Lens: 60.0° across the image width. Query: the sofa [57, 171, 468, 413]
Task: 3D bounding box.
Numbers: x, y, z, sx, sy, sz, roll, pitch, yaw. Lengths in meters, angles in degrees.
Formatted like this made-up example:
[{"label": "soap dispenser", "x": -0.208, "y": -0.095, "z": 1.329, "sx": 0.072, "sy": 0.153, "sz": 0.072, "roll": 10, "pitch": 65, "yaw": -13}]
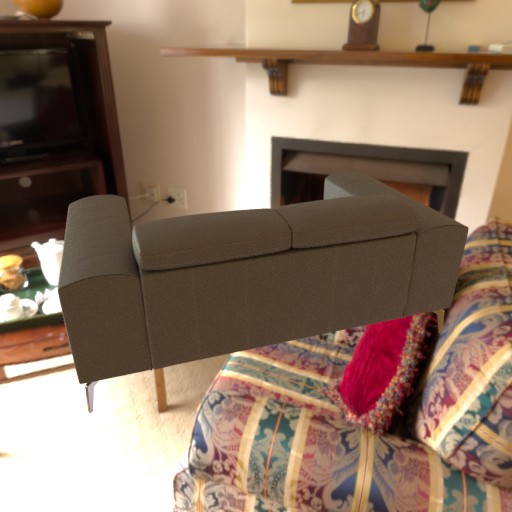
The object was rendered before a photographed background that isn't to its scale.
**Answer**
[{"label": "sofa", "x": 0.000, "y": 0.000, "z": 2.410, "sx": 1.895, "sy": 0.779, "sz": 1.003, "roll": -8, "pitch": 28, "yaw": -16}]
